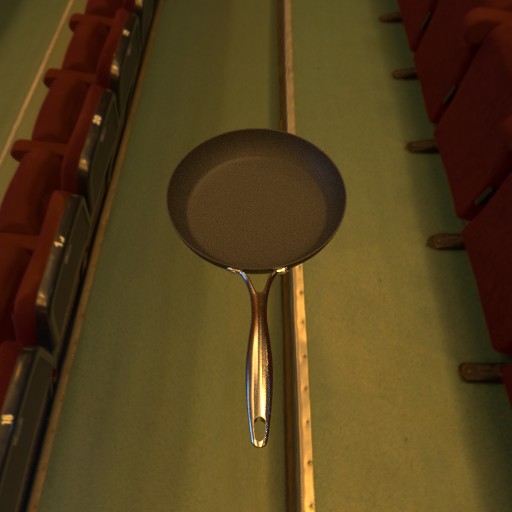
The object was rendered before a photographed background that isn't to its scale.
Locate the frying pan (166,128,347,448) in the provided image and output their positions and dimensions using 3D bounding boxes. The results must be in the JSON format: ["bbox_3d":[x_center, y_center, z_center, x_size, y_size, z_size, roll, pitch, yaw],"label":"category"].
[{"bbox_3d":[0.000,0.000,0.570,0.255,0.105,0.472,0,59,0],"label":"frying pan"}]
